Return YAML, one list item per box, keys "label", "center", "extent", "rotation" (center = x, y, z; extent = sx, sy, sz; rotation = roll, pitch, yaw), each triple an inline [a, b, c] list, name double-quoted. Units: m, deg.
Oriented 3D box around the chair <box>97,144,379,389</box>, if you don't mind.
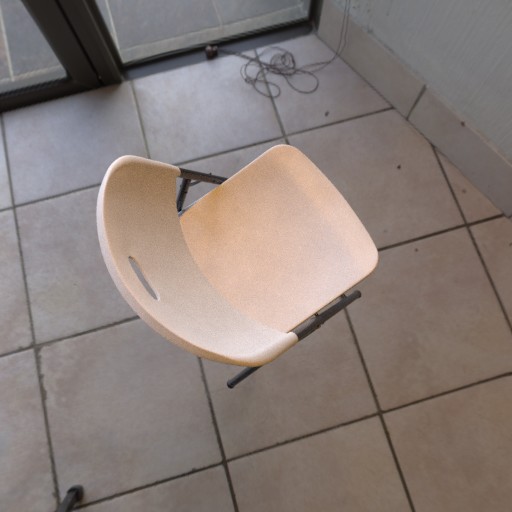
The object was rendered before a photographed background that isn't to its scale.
- label: "chair"
  center: [0.000, 0.000, 1.173]
  extent: [0.566, 0.810, 0.494]
  rotation: [-34, 78, -8]
